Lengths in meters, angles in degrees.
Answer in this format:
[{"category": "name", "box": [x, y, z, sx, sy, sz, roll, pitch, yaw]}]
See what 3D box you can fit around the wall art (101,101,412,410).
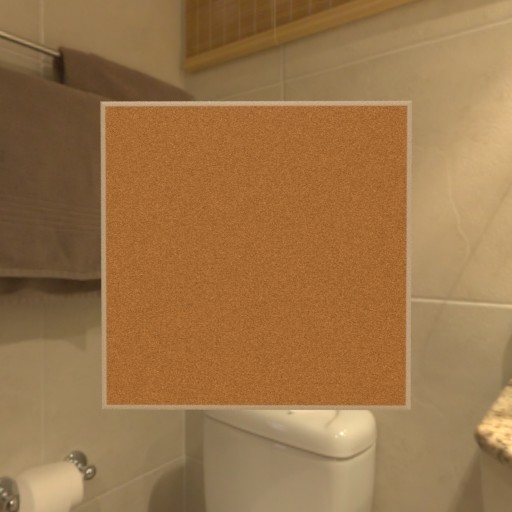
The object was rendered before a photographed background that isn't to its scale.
[{"category": "wall art", "box": [0.000, 0.000, 0.456, 0.305, 0.304, 0.038, 0, 1, 0]}]
